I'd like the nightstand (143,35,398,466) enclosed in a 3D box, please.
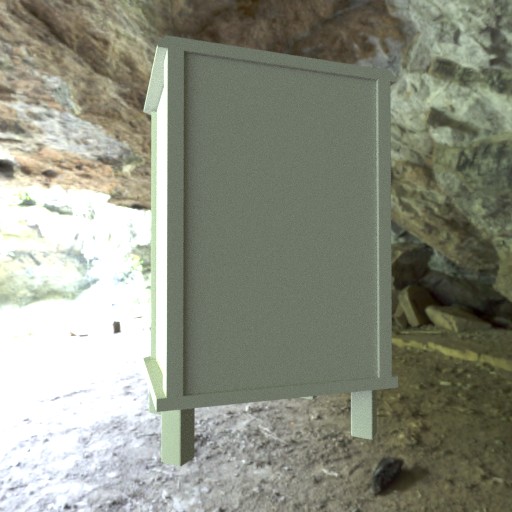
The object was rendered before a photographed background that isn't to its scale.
[{"bbox_3d":[0.000,0.000,0.915,0.435,0.681,0.351,0,-1,-18],"label":"nightstand"}]
